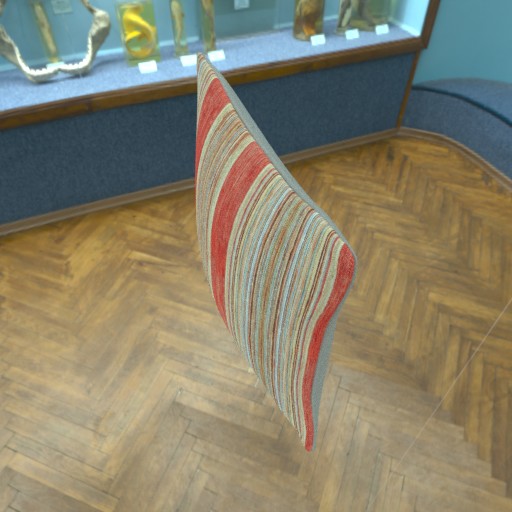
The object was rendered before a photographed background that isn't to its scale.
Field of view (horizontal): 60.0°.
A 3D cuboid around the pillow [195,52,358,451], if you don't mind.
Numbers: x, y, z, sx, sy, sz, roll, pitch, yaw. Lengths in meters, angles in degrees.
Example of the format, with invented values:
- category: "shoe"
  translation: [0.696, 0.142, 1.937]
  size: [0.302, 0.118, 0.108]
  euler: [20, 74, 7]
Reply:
- category: "pillow"
  translation: [0.000, 0.000, 0.634]
  size: [0.136, 0.419, 0.437]
  euler: [-16, 49, -15]
